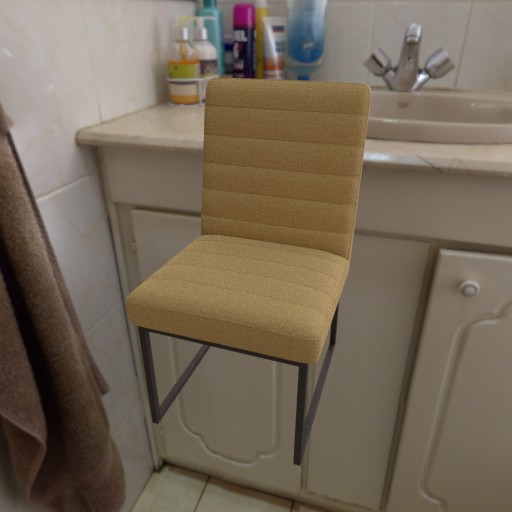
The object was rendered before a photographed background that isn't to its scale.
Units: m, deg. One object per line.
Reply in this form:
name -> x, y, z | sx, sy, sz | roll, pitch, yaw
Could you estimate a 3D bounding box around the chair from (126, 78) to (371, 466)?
chair -> 0.000, 0.000, 1.320 | 0.520, 0.930, 0.634 | 9, 29, 17
